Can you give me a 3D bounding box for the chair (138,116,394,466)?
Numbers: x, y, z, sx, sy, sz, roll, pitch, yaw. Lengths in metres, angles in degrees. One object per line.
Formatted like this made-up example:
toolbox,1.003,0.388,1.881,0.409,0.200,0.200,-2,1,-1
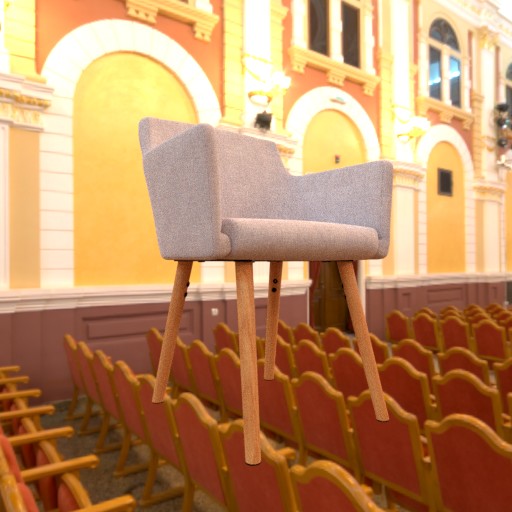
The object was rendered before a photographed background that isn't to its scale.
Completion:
chair,0.000,0.000,1.152,0.570,0.780,0.540,0,-1,-36
